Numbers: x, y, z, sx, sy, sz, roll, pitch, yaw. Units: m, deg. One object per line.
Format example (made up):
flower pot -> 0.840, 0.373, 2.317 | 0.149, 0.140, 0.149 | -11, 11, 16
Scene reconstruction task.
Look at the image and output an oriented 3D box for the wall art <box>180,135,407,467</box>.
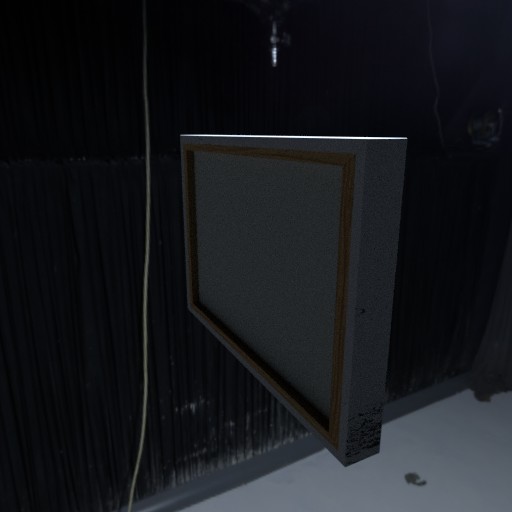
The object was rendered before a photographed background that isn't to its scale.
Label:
wall art -> 0.000, 0.000, 0.496 | 0.038, 0.259, 0.381 | -8, 18, -27
